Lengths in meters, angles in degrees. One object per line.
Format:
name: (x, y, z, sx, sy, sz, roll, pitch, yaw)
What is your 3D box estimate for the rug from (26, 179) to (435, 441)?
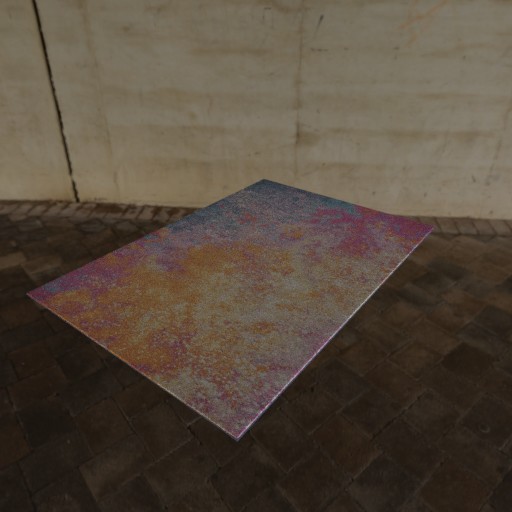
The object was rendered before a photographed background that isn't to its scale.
rug: (0.000, 0.000, 3.678, 2.007, 0.013, 2.896, 22, 37, 32)
